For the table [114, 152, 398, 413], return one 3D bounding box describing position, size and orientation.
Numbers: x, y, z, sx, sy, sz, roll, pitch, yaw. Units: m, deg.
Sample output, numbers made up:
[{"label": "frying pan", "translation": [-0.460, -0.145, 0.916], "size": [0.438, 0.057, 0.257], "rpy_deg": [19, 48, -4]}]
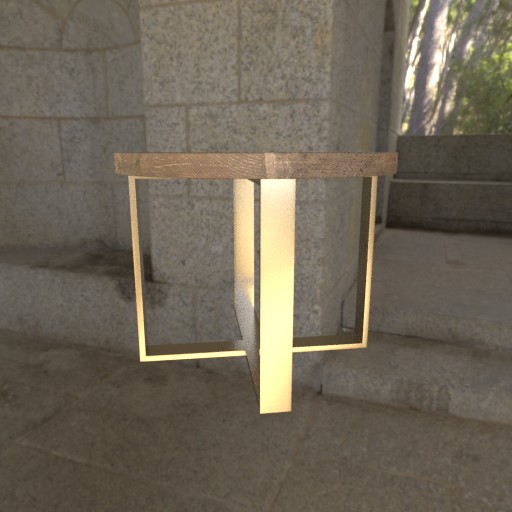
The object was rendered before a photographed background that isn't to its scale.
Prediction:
[{"label": "table", "translation": [0.000, 0.000, 0.961], "size": [0.557, 0.437, 0.557], "rpy_deg": [0, 13, 0]}]
